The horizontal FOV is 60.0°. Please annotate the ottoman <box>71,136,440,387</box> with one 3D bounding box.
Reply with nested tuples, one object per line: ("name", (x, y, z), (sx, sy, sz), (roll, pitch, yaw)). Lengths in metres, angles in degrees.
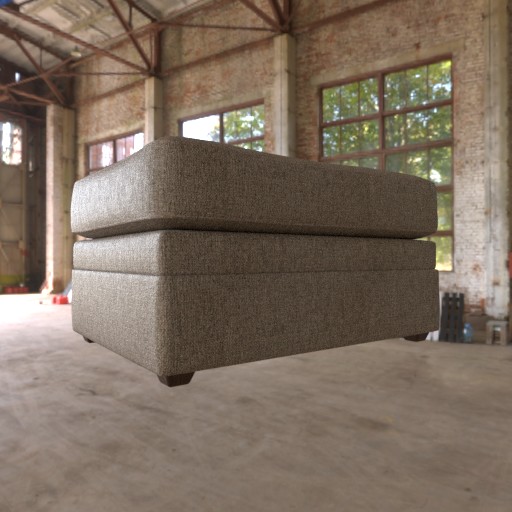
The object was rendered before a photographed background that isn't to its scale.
("ottoman", (0.000, 0.000, 1.246), (0.885, 0.478, 0.637), (0, 0, -36))
